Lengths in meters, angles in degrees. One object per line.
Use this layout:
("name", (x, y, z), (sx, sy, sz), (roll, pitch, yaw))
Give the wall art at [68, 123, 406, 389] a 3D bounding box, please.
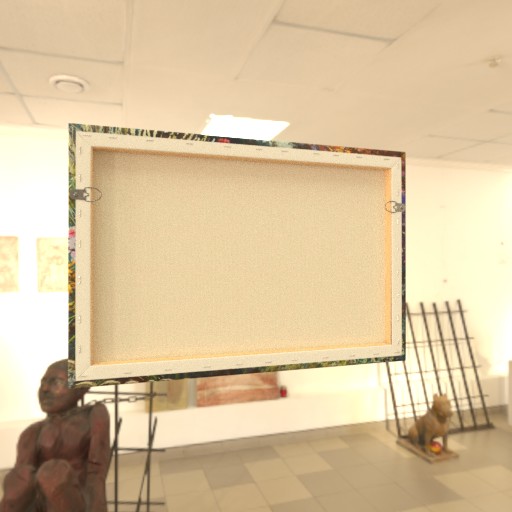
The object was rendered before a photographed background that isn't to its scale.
("wall art", (0.000, 0.000, 1.454), (1.136, 0.760, 0.042), (0, 0, -18))
